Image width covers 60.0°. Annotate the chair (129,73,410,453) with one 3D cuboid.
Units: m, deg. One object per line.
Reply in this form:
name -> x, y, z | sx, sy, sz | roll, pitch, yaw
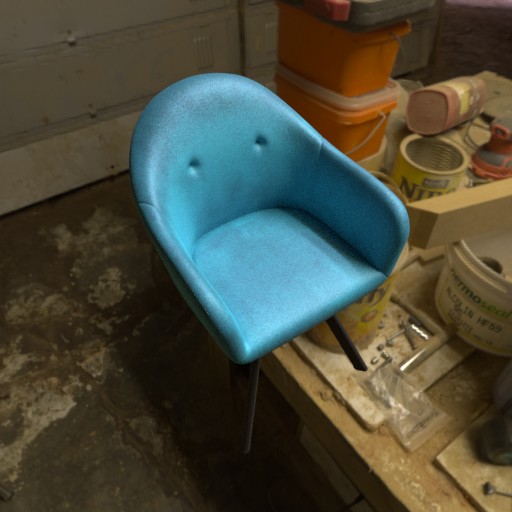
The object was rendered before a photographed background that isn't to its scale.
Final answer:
chair -> 0.000, 0.000, 1.175 | 0.540, 0.780, 0.570 | -26, 50, -23
